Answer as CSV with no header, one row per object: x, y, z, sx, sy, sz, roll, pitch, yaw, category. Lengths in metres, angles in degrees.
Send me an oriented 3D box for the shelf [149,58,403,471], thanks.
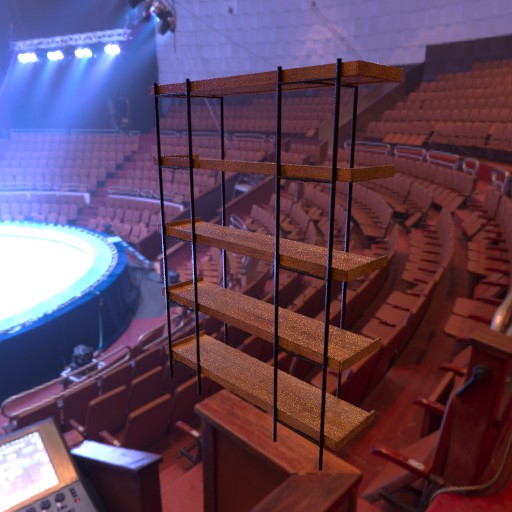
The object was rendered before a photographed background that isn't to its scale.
0.000,0.000,2.418,1.371,1.826,0.379,15,21,42,shelf
